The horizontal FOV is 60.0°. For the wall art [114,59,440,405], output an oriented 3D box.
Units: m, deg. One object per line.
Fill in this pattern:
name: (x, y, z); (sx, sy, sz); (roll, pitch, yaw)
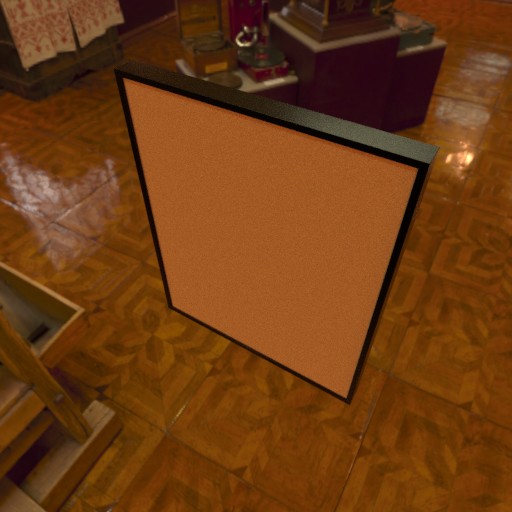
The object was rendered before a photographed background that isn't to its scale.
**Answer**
wall art: (0.000, 0.000, 0.755); (0.451, 0.553, 0.039); (24, 50, 21)
